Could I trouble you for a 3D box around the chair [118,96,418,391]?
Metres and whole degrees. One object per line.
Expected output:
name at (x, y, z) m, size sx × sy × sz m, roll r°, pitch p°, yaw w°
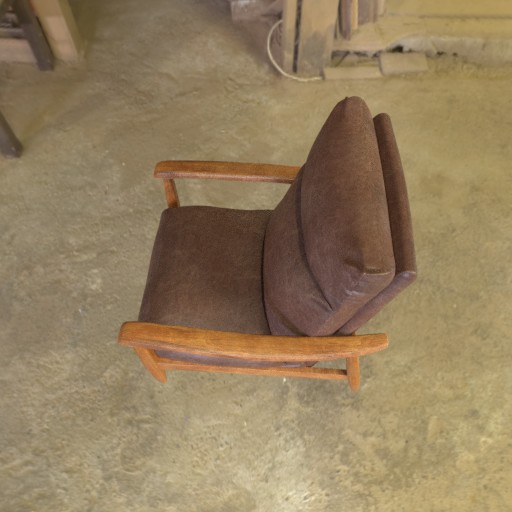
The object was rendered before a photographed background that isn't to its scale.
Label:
chair at (0.000, 0.000, 1.551) m, size 0.830 × 0.897 × 0.782 m, roll 2°, pitch 58°, yaw 1°
